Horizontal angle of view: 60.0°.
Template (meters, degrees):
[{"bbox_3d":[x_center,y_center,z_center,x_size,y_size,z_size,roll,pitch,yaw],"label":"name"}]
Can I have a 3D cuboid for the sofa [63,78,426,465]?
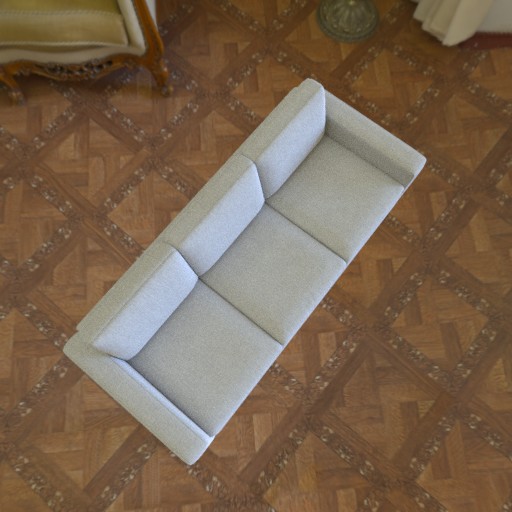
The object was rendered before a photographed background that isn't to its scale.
[{"bbox_3d":[0.000,0.000,2.573,0.900,0.800,2.120,38,77,10],"label":"sofa"}]
